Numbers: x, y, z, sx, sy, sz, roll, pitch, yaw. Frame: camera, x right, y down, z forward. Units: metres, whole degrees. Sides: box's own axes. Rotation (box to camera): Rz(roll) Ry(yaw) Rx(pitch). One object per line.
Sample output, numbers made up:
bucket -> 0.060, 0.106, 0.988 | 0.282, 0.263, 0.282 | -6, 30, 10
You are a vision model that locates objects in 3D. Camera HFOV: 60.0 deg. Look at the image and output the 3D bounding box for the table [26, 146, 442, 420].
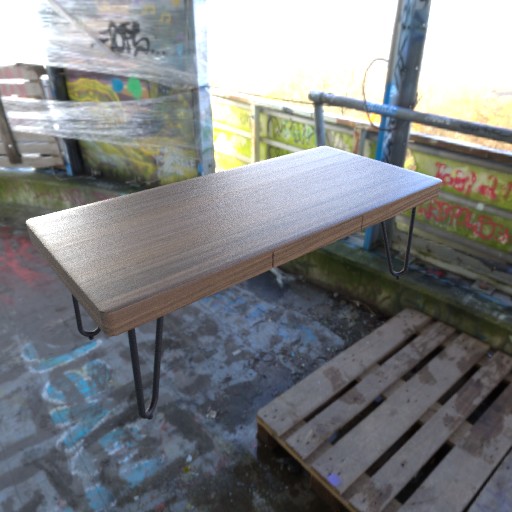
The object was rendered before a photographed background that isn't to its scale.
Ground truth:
table -> 0.000, 0.000, 1.675 | 1.375, 0.468, 0.637 | -22, 36, -33
